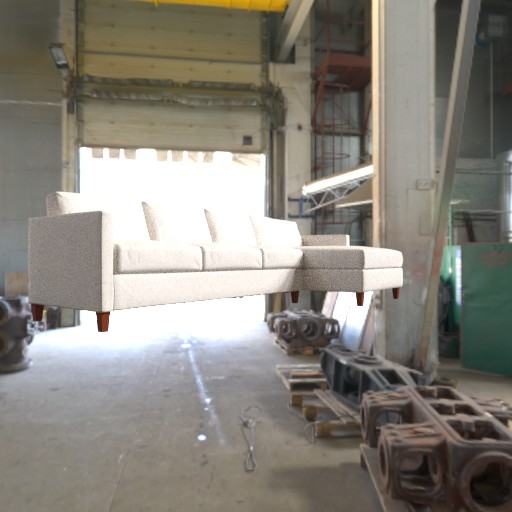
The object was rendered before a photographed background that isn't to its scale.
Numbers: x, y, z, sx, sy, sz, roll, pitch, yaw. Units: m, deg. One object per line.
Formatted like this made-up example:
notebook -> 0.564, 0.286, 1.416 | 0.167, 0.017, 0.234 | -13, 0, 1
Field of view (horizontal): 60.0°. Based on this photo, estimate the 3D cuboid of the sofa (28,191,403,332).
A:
sofa -> 0.000, 0.000, 4.112 | 1.606, 0.954, 3.471 | 0, 0, 37
